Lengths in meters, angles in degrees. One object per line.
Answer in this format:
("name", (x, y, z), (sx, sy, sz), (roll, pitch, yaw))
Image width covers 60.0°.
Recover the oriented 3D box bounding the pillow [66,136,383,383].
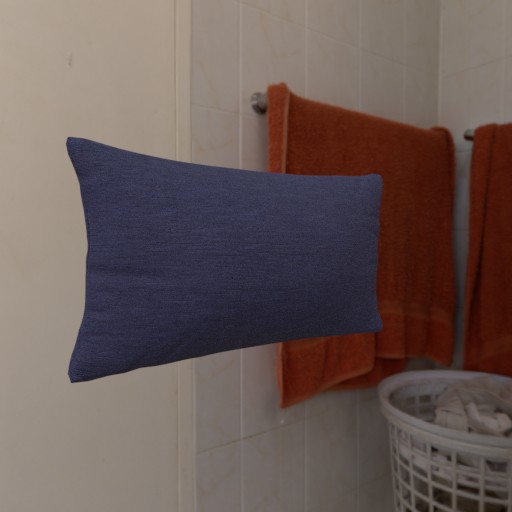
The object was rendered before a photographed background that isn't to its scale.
("pillow", (0.000, 0.000, 0.785), (0.633, 0.338, 0.210), (-1, 3, -34))
